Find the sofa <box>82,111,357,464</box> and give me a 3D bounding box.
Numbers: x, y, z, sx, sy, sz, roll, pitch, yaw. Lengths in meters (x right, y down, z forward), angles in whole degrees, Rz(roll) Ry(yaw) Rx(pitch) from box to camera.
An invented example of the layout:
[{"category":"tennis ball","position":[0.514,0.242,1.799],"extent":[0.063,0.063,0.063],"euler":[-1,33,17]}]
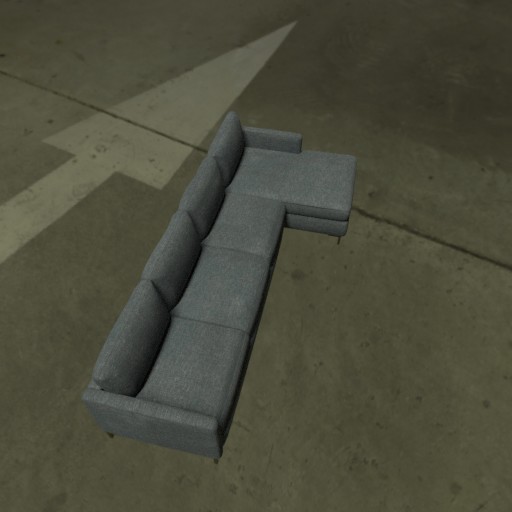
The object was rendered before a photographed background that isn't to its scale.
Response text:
[{"category":"sofa","position":[0.000,0.000,3.443],"extent":[1.350,0.810,2.932],"euler":[10,49,9]}]
